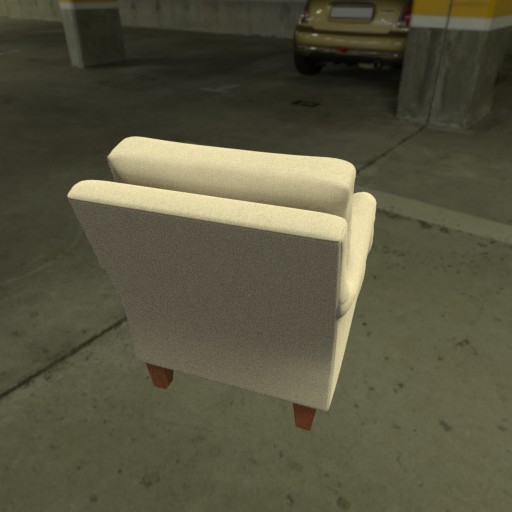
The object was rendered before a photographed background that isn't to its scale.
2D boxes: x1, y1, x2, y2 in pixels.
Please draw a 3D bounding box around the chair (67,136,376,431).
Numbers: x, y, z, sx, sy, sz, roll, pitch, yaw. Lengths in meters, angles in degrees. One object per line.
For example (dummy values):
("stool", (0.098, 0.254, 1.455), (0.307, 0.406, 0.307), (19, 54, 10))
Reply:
("chair", (0.000, 0.000, 1.856), (0.895, 1.076, 1.078), (10, 33, 16))
